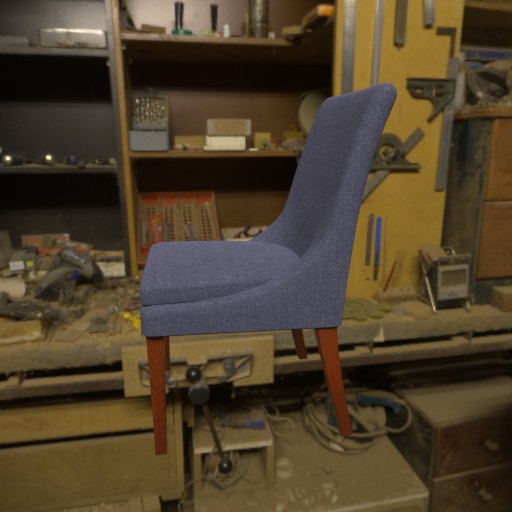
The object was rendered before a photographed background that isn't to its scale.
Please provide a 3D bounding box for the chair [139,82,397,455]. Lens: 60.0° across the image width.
[{"bbox_3d":[0.000,0.000,1.343,0.655,0.952,0.508,-2,15,-9],"label":"chair"}]
